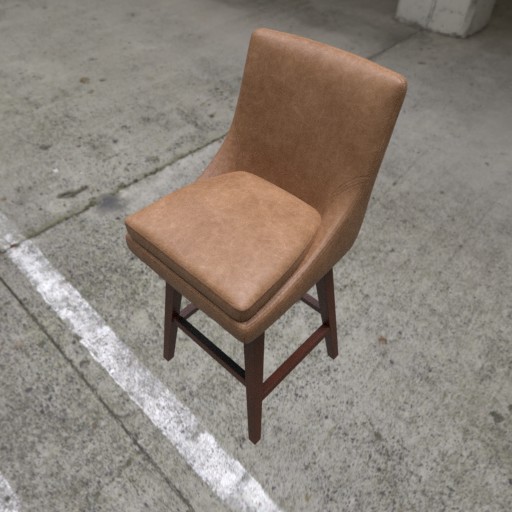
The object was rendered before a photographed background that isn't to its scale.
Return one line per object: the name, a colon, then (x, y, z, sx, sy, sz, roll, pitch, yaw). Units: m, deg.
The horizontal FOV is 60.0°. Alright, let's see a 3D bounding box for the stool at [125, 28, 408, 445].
stool: (0.000, 0.000, 1.339, 0.487, 1.079, 0.572, 34, 55, 28)
